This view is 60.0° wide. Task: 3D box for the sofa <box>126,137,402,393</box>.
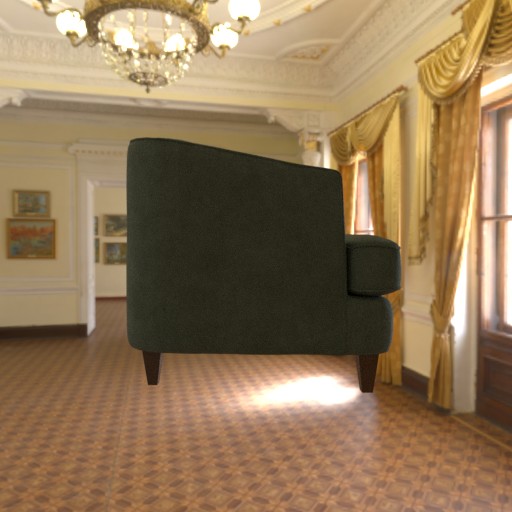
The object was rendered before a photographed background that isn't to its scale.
[{"bbox_3d":[0.000,0.000,2.215,0.941,0.855,1.733,0,1,0],"label":"sofa"}]
